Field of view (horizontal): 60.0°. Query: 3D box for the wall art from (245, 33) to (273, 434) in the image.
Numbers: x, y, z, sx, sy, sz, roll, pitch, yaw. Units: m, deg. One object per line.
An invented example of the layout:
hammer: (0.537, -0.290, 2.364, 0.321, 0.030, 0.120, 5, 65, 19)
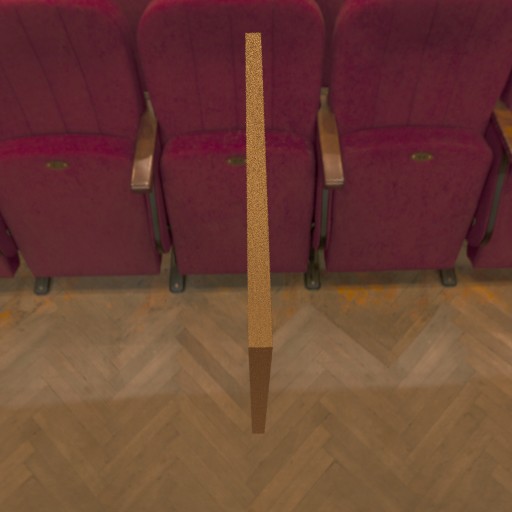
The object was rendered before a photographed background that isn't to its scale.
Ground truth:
wall art: (0.000, 0.000, 1.177, 0.036, 0.765, 0.767, -1, 59, -1)
